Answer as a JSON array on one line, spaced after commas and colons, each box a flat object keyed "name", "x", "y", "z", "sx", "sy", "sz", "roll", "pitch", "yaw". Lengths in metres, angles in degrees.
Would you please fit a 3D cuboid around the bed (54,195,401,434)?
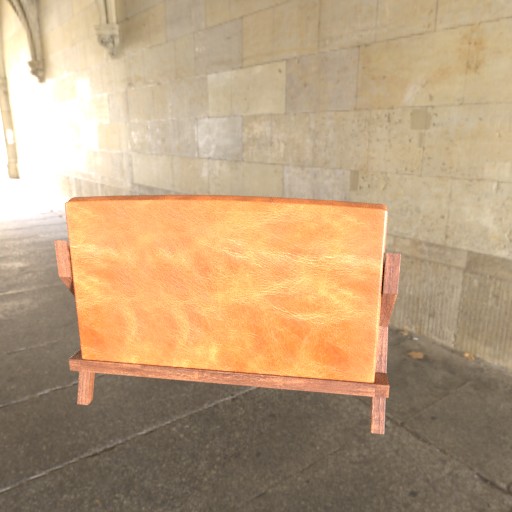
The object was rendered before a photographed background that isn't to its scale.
[{"name": "bed", "x": 0.000, "y": 0.000, "z": 3.256, "sx": 1.651, "sy": 1.168, "sz": 2.311, "roll": 2, "pitch": 15, "yaw": 9}]
